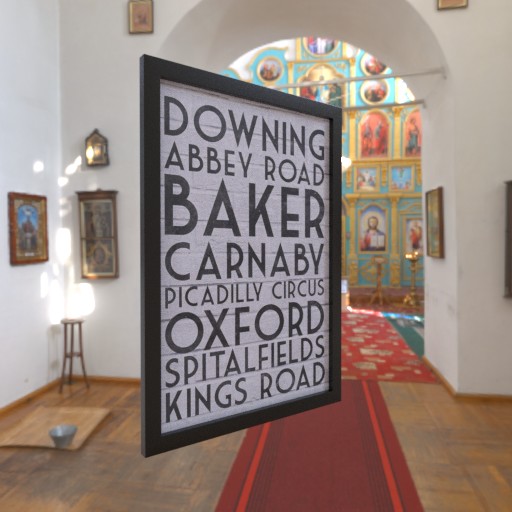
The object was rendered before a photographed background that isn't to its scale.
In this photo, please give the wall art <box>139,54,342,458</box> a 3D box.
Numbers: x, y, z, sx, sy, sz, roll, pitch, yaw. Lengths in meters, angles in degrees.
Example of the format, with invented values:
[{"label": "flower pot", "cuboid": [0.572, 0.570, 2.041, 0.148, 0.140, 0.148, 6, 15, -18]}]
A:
[{"label": "wall art", "cuboid": [0.000, 0.000, 0.568, 0.304, 0.432, 0.013, -1, 1, -36]}]
